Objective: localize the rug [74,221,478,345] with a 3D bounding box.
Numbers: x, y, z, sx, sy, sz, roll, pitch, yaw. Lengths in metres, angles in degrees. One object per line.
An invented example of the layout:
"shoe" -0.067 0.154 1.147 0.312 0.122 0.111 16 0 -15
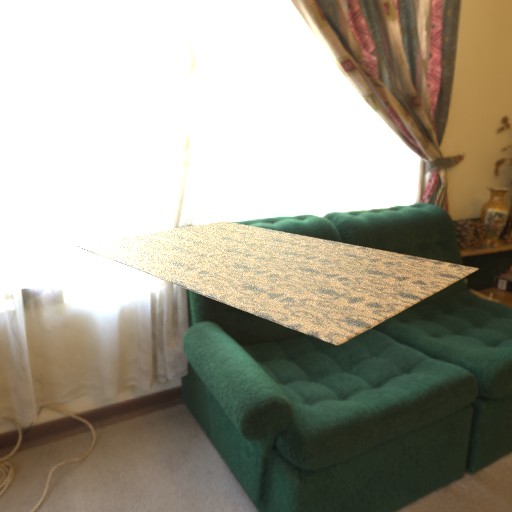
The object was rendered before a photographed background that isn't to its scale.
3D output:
"rug" 0.000 0.000 2.094 1.035 0.006 1.652 -14 20 -43
